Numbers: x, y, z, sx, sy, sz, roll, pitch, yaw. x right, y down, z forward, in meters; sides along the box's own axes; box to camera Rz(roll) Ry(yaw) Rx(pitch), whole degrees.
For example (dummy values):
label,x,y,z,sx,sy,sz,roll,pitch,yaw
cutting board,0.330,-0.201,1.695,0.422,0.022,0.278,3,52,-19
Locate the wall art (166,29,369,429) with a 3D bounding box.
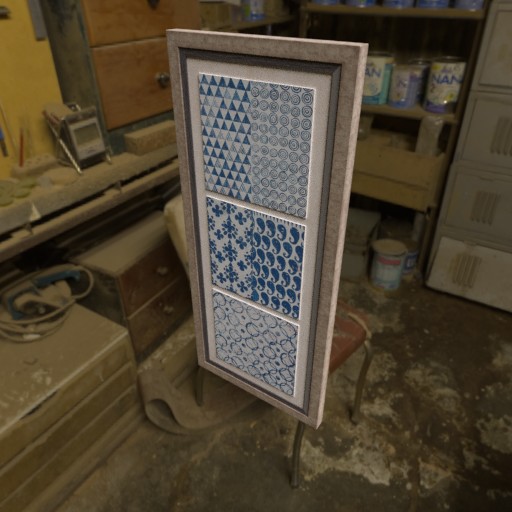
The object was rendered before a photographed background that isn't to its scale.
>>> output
label,x,y,z,sx,sy,sz,roll,pitch,yaw
wall art,0.000,0.000,1.634,0.648,1.461,0.051,20,38,28
